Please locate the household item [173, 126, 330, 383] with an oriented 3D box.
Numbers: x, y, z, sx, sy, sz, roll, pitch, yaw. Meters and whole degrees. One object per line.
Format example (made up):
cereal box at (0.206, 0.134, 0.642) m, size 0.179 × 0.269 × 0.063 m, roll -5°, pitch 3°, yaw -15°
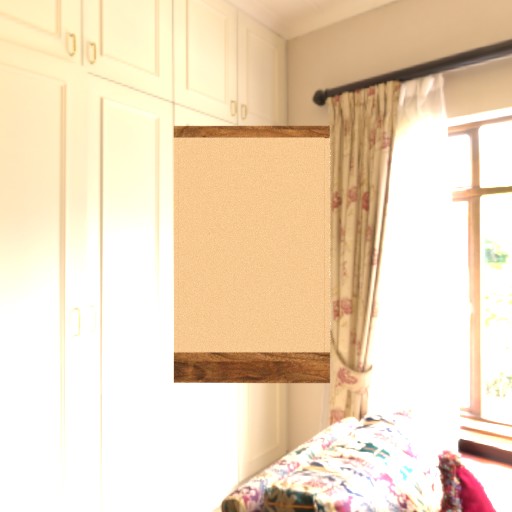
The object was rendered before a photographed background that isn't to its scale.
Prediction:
household item at (0.000, 0.000, 1.958) m, size 0.390 × 0.615 × 1.800 m, roll 0°, pitch 0°, yaw 0°
